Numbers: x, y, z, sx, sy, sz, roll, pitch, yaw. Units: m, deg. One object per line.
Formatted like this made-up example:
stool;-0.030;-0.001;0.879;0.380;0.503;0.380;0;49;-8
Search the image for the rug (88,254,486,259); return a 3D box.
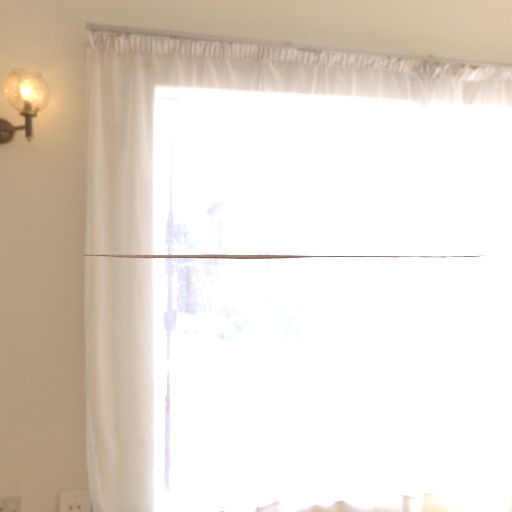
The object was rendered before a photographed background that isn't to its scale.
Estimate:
rug;0.000;0.000;4.034;2.263;0.022;3.029;0;0;-35
